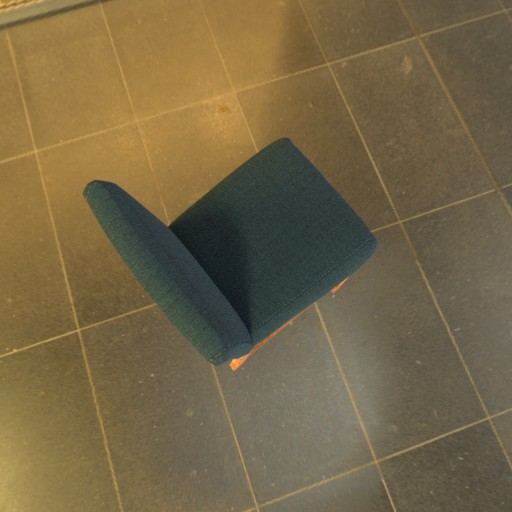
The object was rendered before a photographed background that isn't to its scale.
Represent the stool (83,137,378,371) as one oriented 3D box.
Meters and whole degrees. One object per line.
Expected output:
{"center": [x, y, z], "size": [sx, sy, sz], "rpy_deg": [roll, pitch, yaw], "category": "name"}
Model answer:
{"center": [0.000, 0.000, 1.347], "size": [0.567, 1.039, 0.454], "rpy_deg": [-38, 78, -9], "category": "stool"}
